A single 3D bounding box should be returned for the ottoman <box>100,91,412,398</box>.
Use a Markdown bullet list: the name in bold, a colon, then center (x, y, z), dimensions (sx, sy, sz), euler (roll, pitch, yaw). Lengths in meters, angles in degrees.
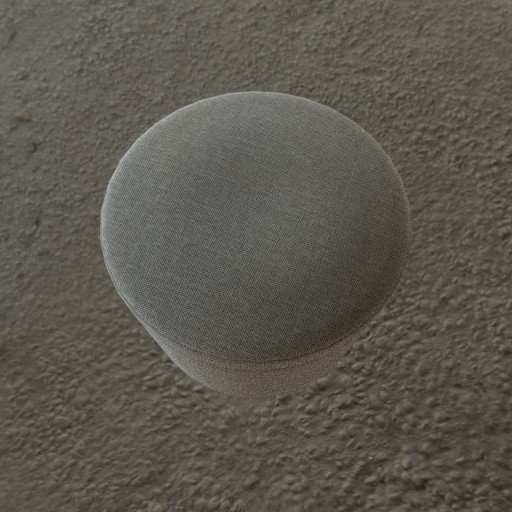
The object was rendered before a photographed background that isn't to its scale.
- **ottoman**: center (0.000, 0.000, 0.879), dimensions (0.500, 0.419, 0.500), euler (0, 65, 0)
